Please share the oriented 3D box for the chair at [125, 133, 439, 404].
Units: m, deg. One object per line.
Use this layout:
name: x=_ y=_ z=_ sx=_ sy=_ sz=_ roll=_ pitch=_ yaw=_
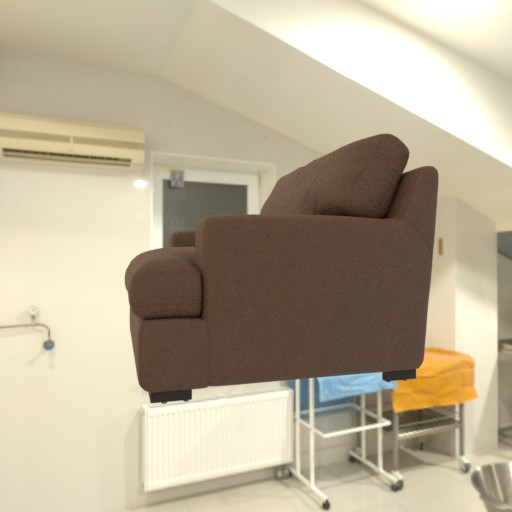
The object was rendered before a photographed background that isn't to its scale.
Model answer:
chair: x=0.000 y=0.000 z=2.033 sx=1.143 sy=0.940 sz=1.168 roll=0 pitch=0 yaw=-17
